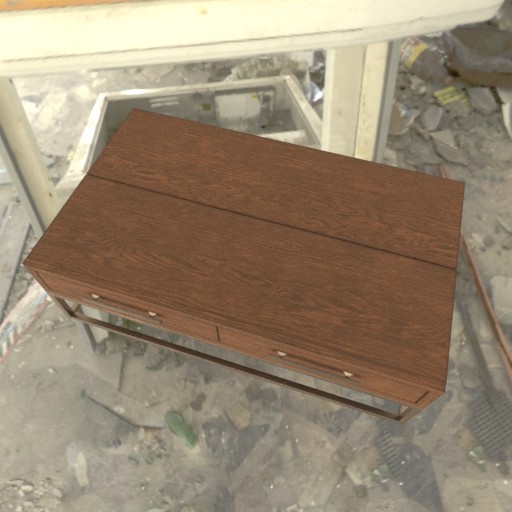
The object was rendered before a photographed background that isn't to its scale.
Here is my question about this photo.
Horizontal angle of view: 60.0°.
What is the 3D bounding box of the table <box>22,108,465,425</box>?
[{"bbox_3d":[0.000,0.000,1.475,1.167,0.361,0.719,15,59,10],"label":"table"}]
